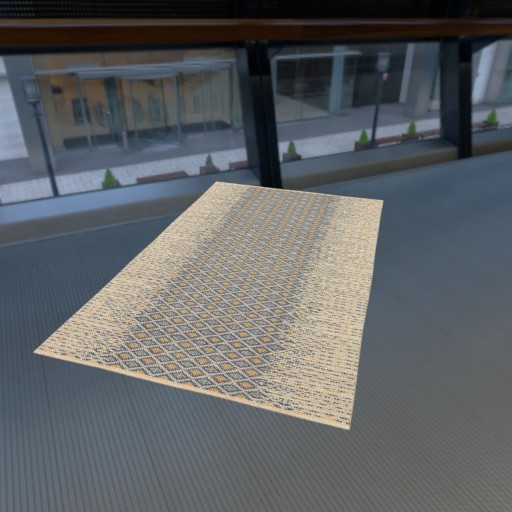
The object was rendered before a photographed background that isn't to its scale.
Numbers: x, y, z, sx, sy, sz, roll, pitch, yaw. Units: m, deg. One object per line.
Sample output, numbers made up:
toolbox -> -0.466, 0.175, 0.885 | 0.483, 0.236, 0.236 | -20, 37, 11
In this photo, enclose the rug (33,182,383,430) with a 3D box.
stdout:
rug -> 0.000, 0.000, 2.991 | 1.541, 0.008, 2.448 | 9, 31, 15
